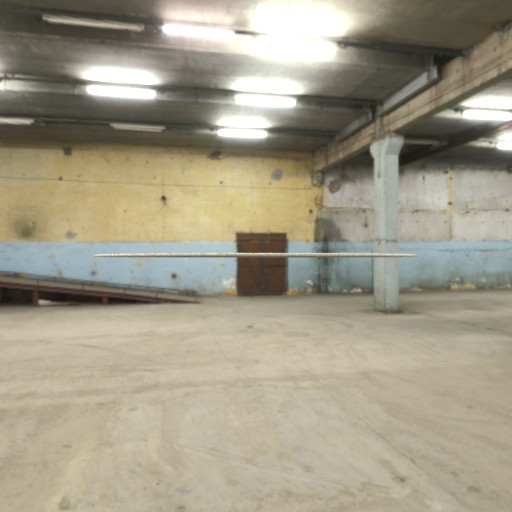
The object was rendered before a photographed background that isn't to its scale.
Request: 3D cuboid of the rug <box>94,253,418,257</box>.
[{"bbox_3d":[0.000,0.000,2.325,1.593,0.012,1.593,0,0,0],"label":"rug"}]
